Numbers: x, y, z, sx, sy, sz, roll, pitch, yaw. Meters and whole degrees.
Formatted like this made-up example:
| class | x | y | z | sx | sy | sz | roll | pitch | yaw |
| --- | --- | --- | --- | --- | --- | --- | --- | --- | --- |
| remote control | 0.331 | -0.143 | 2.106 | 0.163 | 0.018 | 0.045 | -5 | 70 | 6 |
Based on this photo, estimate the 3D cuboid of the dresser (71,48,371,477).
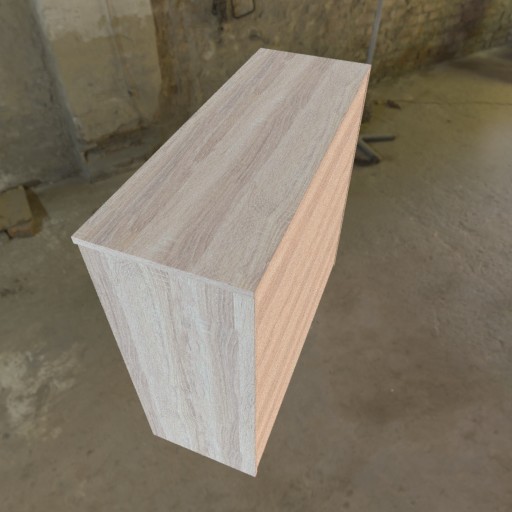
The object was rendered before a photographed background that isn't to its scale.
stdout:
| class | x | y | z | sx | sy | sz | roll | pitch | yaw |
| --- | --- | --- | --- | --- | --- | --- | --- | --- | --- |
| dresser | 0.000 | 0.000 | 1.420 | 0.380 | 0.900 | 0.980 | 16 | 48 | 15 |
